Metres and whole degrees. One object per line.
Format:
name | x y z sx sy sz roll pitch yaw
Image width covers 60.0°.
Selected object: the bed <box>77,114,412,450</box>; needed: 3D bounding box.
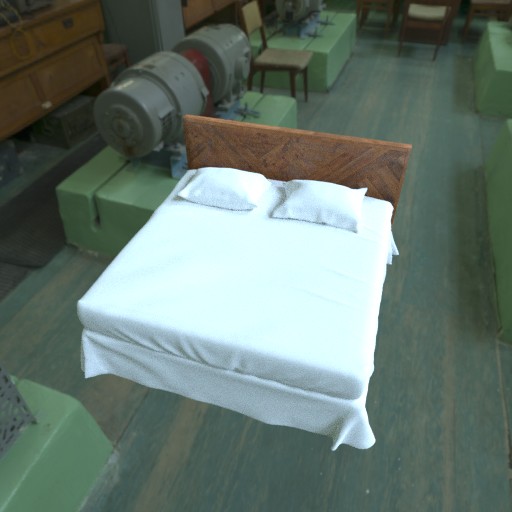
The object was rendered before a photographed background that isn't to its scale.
bed | 0.000 0.000 3.452 2.255 1.158 2.165 12 42 13
